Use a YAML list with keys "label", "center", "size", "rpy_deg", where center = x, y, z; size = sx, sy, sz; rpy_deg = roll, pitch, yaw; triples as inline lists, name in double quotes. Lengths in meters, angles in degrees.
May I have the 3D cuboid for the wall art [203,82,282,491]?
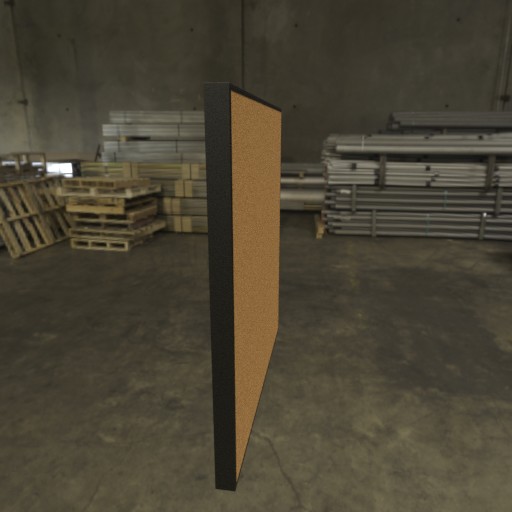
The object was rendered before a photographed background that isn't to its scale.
- label: "wall art"
  center: [0.000, 0.000, 1.153]
  size: [0.042, 0.766, 0.769]
  rpy_deg: [2, 16, 9]
